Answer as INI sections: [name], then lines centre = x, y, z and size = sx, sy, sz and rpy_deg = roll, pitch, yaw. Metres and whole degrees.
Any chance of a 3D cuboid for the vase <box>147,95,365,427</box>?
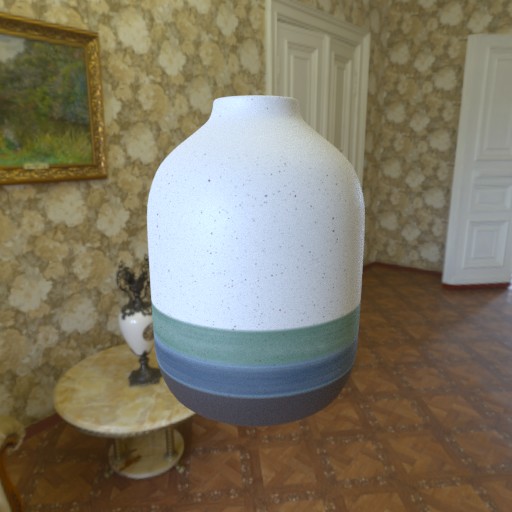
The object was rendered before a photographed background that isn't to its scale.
[vase]
centre = 0.000, 0.000, 0.360
size = 0.169, 0.240, 0.169
rpy_deg = 0, 13, 0
